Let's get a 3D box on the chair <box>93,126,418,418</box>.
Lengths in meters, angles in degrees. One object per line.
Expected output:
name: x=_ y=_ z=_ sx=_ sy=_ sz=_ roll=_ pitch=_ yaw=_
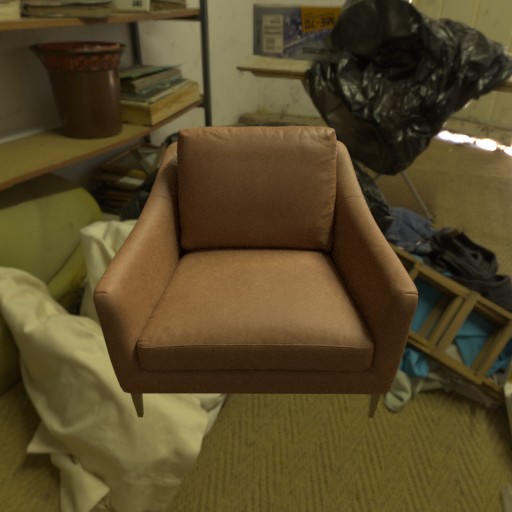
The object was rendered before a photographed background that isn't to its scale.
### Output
chair: x=0.000 y=0.000 z=1.788 sx=0.988 sy=0.895 sz=0.963 roll=0 pitch=31 yaw=0
